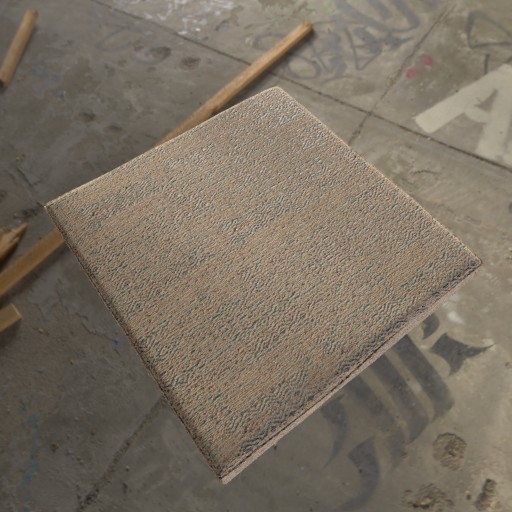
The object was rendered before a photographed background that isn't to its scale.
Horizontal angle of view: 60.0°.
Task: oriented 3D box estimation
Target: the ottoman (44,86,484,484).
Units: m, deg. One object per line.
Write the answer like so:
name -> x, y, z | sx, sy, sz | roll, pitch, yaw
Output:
ottoman -> 0.000, 0.000, 1.484 | 0.968, 0.356, 1.004 | -33, 65, -18
